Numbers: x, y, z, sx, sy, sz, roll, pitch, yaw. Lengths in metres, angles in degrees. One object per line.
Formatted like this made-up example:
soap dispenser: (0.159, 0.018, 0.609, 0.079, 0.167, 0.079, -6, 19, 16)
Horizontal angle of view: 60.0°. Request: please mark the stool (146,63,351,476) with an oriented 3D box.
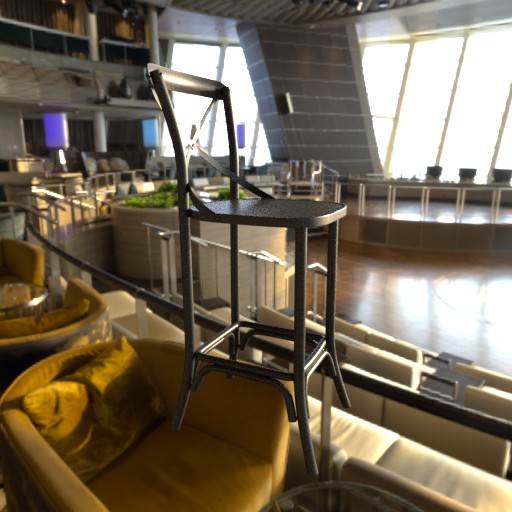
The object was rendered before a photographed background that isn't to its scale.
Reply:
stool: (0.000, 0.000, 1.445, 0.584, 1.168, 0.457, 6, 15, 25)
